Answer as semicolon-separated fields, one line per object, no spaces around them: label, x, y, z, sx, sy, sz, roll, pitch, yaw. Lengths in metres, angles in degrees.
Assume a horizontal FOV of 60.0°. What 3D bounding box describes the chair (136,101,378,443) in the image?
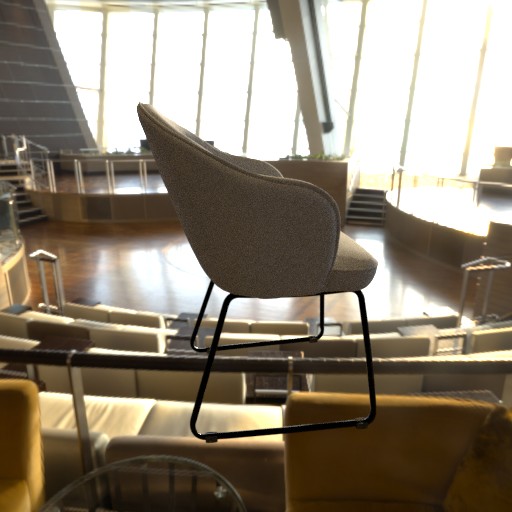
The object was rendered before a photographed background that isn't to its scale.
chair;0.000;0.000;1.245;0.592;0.817;0.570;-3;17;-9
